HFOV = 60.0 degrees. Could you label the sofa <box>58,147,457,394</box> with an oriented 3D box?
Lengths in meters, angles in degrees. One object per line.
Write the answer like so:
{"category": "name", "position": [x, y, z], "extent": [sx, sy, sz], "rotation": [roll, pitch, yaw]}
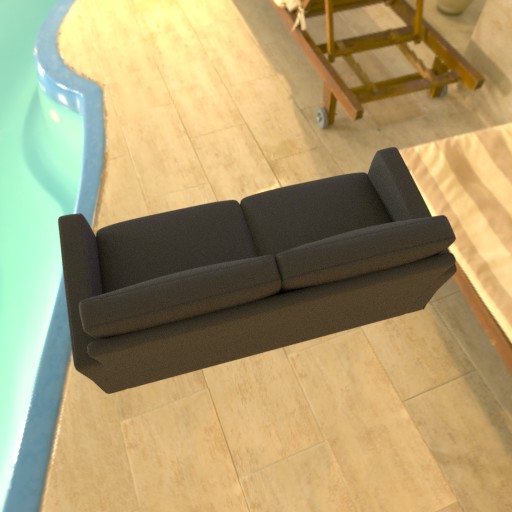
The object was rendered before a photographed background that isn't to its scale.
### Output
{"category": "sofa", "position": [0.000, 0.000, 2.316], "extent": [1.852, 0.839, 0.898], "rotation": [-13, 58, -8]}
